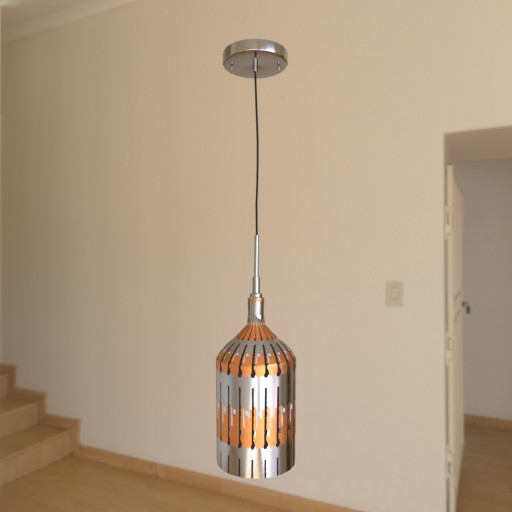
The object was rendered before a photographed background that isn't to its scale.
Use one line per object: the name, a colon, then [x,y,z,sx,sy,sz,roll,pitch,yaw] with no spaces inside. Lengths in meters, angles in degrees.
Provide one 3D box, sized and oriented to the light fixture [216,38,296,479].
light fixture: [0.000,0.000,1.681,0.303,1.535,0.303,0,-1,0]
